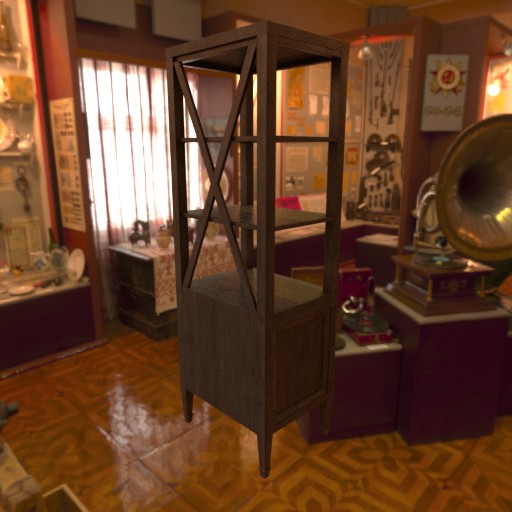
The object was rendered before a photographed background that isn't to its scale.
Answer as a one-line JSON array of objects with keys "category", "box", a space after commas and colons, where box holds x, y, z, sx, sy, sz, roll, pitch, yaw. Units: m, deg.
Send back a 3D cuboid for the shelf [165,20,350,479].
[{"category": "shelf", "box": [0.000, 0.000, 1.977, 0.472, 1.727, 0.584, -13, 19, -43]}]
